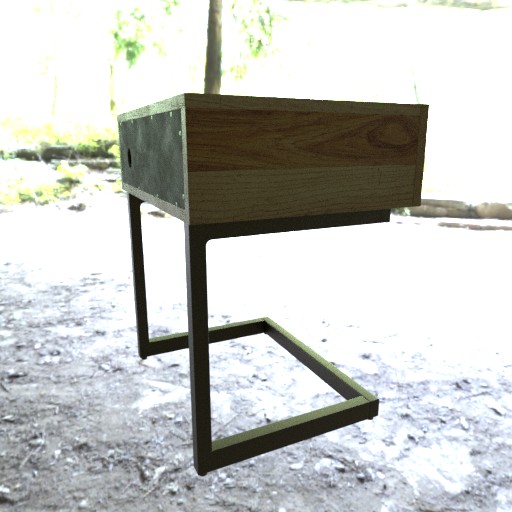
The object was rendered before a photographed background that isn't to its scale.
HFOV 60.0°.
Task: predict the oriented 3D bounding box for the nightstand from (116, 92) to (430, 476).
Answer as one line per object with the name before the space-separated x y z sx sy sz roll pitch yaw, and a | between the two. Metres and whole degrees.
nightstand | 0.000 0.000 1.009 0.481 0.632 0.558 -7 16 -25
